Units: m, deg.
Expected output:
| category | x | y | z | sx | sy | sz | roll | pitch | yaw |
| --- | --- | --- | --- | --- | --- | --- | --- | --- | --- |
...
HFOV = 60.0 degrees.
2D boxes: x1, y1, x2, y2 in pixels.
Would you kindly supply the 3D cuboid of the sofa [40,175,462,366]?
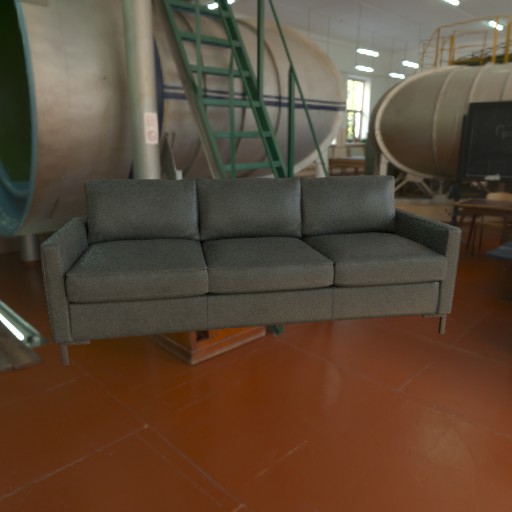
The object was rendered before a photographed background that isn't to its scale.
| category | x | y | z | sx | sy | sz | roll | pitch | yaw |
| --- | --- | --- | --- | --- | --- | --- | --- | --- | --- |
| sofa | 0.000 | 0.000 | 2.404 | 2.029 | 0.805 | 0.748 | -3 | 15 | -10 |
